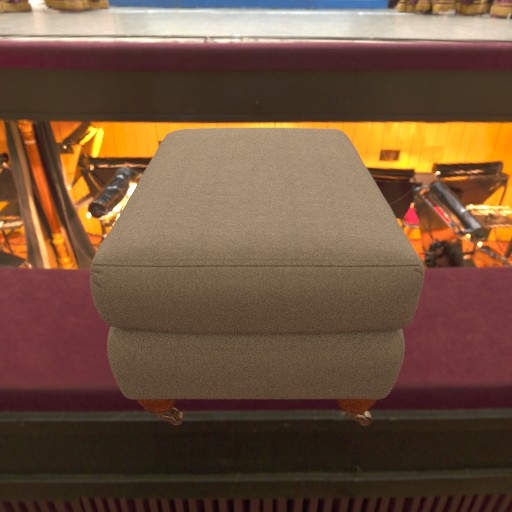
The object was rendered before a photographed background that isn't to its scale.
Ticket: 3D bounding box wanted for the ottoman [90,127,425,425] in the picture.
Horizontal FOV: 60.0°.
[{"bbox_3d":[0.000,0.000,1.129,0.569,0.499,0.773,0,32,0],"label":"ottoman"}]
